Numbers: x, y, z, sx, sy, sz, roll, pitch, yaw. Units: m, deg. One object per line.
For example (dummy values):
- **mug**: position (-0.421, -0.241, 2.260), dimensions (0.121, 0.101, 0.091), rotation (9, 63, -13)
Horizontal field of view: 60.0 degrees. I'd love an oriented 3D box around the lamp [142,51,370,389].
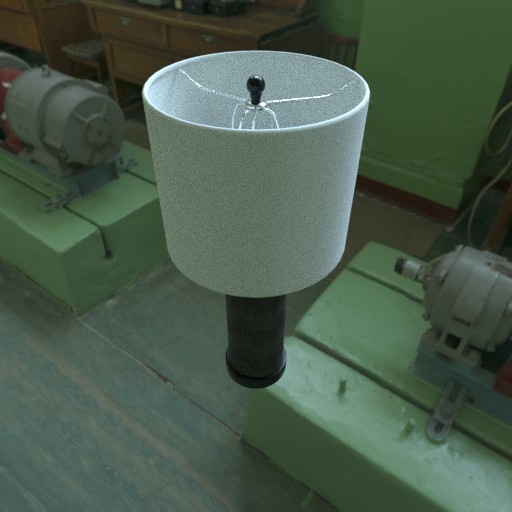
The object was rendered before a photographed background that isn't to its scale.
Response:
- **lamp**: position (0.000, 0.000, 0.800), dimensions (0.305, 0.634, 0.305), rotation (25, 46, 26)
